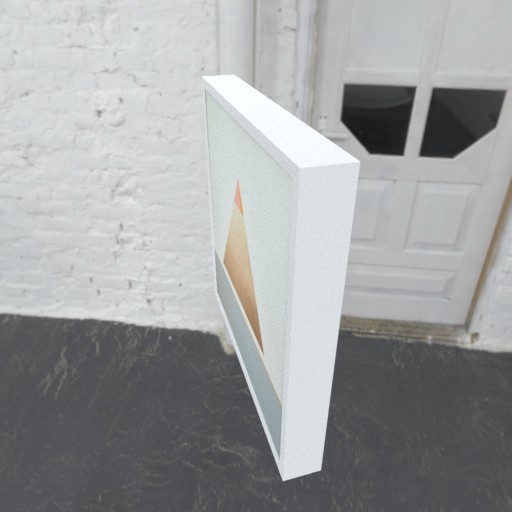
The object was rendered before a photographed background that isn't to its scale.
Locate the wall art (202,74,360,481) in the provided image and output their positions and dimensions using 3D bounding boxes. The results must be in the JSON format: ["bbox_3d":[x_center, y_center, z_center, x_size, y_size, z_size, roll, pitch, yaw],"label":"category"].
[{"bbox_3d":[0.000,0.000,0.461,0.038,0.304,0.305,-9,33,-14],"label":"wall art"}]
